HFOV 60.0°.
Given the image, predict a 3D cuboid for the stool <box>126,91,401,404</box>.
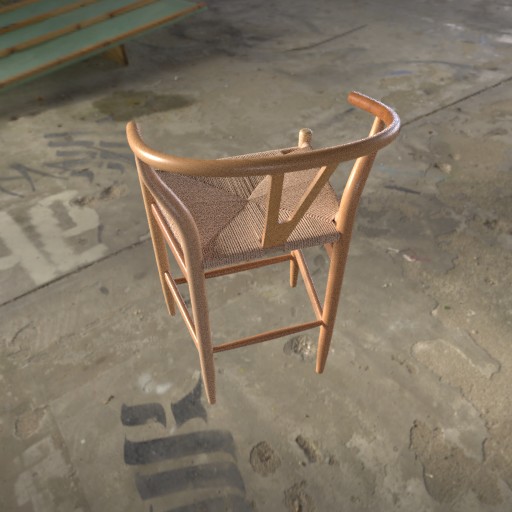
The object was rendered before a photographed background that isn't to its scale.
[{"bbox_3d":[0.000,0.000,1.205,0.536,0.923,0.575,-12,44,-13],"label":"stool"}]
